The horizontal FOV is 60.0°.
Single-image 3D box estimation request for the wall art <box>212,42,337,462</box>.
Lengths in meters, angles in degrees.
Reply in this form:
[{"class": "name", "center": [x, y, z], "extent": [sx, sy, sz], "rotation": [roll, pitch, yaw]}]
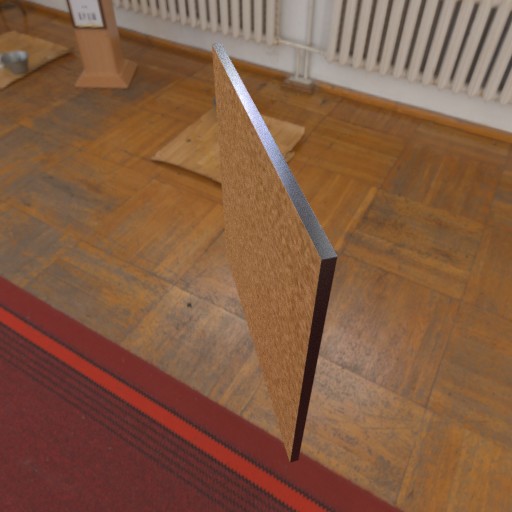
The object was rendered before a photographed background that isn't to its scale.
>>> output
[{"class": "wall art", "center": [0.000, 0.000, 0.655], "extent": [0.014, 0.445, 0.446], "rotation": [-11, 47, -10]}]
